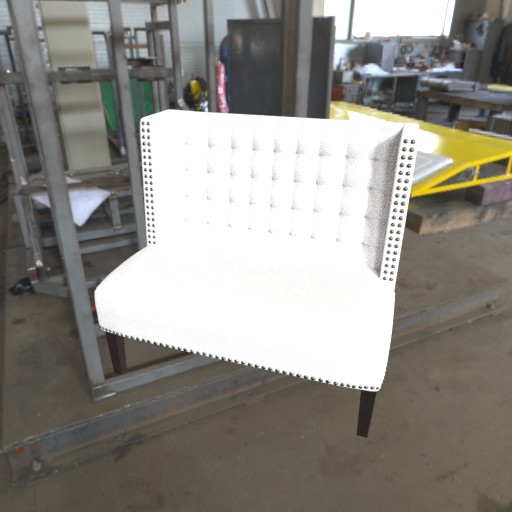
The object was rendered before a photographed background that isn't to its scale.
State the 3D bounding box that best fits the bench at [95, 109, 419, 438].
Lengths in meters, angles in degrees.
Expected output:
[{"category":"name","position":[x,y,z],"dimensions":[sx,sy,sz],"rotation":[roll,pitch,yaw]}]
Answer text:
[{"category":"bench","position":[0.000,0.000,2.050],"dimensions":[1.280,1.123,0.847],"rotation":[9,28,17]}]
